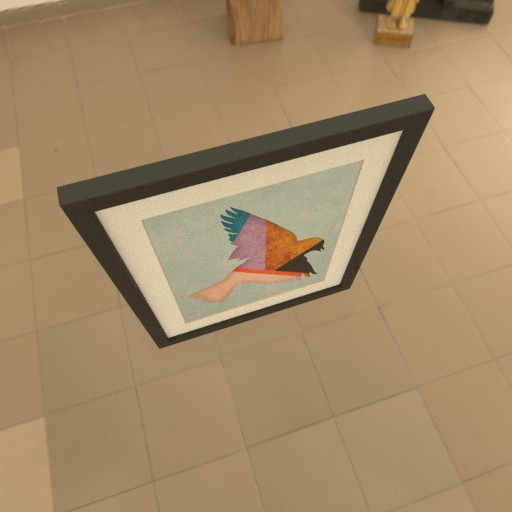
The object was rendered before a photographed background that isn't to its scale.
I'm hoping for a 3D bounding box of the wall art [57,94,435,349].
[{"bbox_3d":[0.000,0.000,0.765,0.457,0.558,0.028,-16,64,-8],"label":"wall art"}]
